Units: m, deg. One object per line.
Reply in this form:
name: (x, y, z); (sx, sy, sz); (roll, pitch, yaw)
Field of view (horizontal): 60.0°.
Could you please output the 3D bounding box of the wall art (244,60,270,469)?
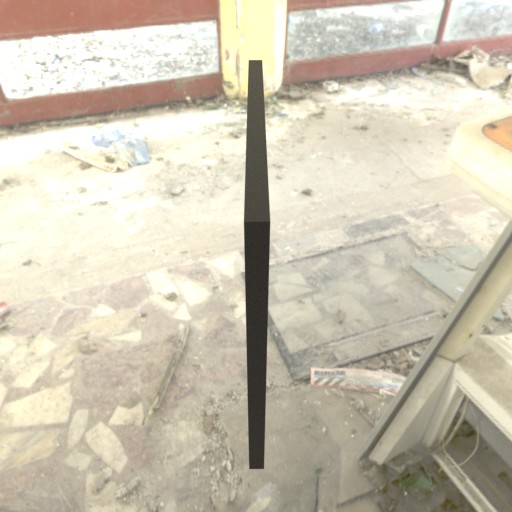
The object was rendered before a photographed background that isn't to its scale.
wall art: (0.000, 0.000, 1.166); (0.038, 0.763, 0.763); (0, 40, 0)
